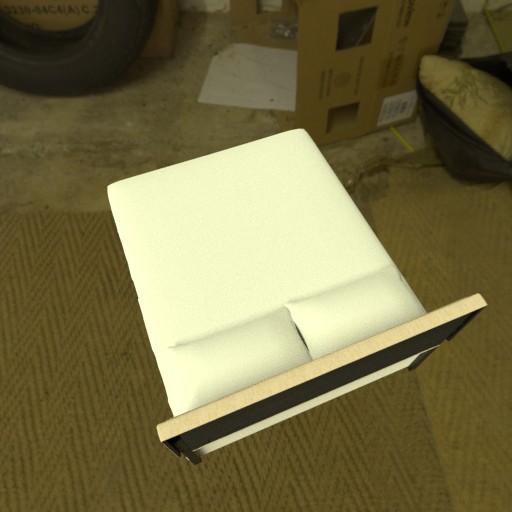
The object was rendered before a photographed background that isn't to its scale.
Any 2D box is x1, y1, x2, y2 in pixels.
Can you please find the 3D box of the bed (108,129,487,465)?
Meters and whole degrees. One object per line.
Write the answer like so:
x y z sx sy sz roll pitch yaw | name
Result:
0.000 0.000 2.785 1.616 1.016 1.876 -19 61 -11 | bed
